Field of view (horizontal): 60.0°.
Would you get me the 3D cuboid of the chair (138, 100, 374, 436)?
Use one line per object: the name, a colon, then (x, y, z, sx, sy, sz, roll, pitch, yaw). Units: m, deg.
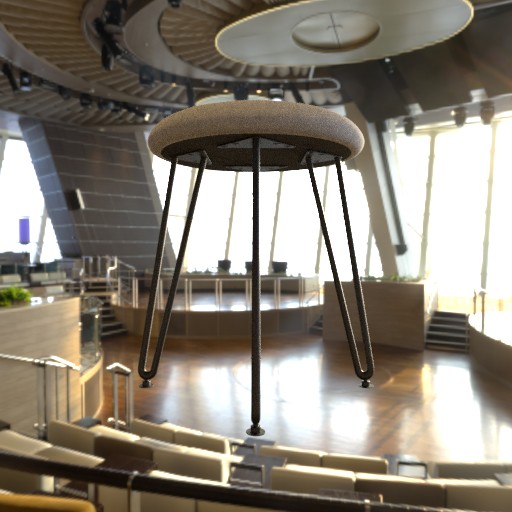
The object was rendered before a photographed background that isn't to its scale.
chair: (0.000, 0.000, 0.653, 0.350, 0.386, 0.350, 0, 1, 0)
